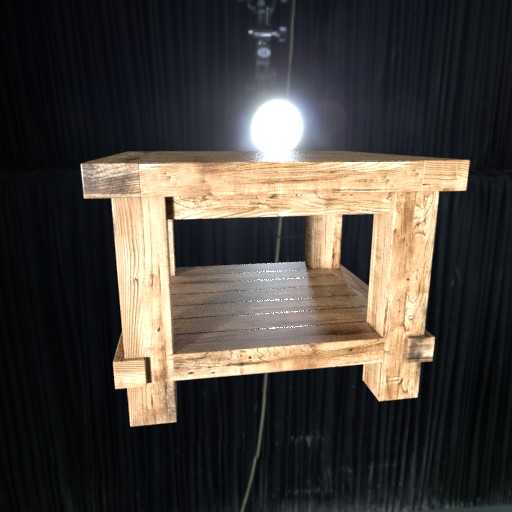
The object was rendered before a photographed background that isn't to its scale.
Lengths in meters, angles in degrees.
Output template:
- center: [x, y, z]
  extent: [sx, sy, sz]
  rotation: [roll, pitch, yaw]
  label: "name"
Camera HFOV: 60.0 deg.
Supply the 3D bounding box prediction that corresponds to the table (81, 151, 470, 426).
- center: [0.000, 0.000, 1.027]
  extent: [0.610, 0.457, 0.610]
  rotation: [-2, 15, -9]
  label: "table"
